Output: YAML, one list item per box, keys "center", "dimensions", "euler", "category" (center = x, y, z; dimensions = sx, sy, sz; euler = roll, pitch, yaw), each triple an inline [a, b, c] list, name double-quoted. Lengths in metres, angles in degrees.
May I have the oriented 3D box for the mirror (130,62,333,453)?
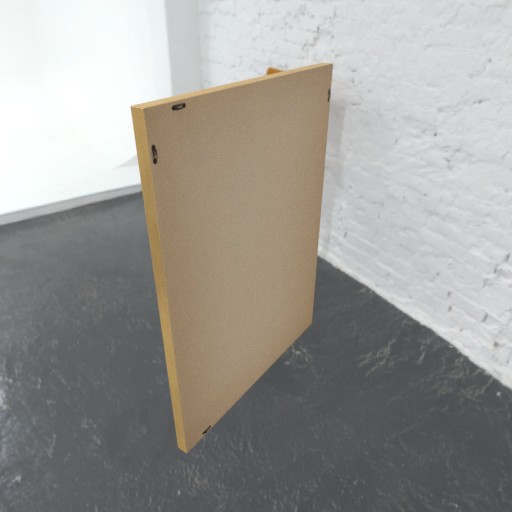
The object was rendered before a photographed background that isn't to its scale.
- center: [0.000, 0.000, 1.358]
  dimensions: [0.041, 1.016, 0.762]
  euler: [20, 36, 30]
  category: "mirror"
